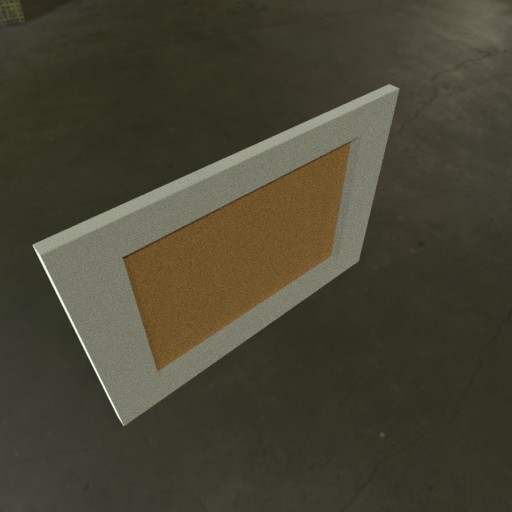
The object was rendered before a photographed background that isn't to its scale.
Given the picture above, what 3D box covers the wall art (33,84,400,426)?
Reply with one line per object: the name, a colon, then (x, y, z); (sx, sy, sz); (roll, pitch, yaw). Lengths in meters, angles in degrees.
wall art: (0.000, 0.000, 1.123); (0.906, 0.617, 0.033); (-31, 53, -27)
